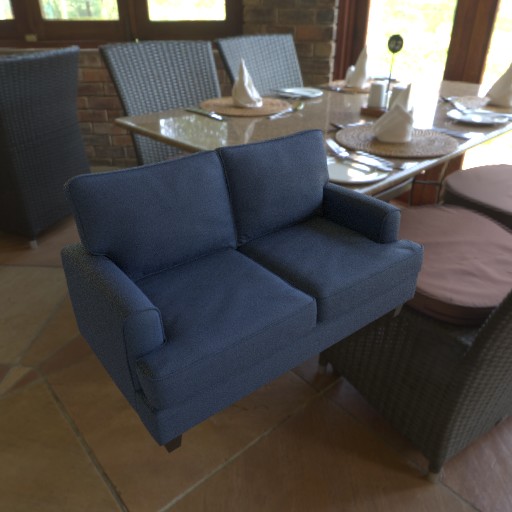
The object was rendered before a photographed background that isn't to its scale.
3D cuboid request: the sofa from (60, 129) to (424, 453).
[{"bbox_3d":[0.000,0.000,2.249,1.651,0.965,0.965,-21,35,-33],"label":"sofa"}]
